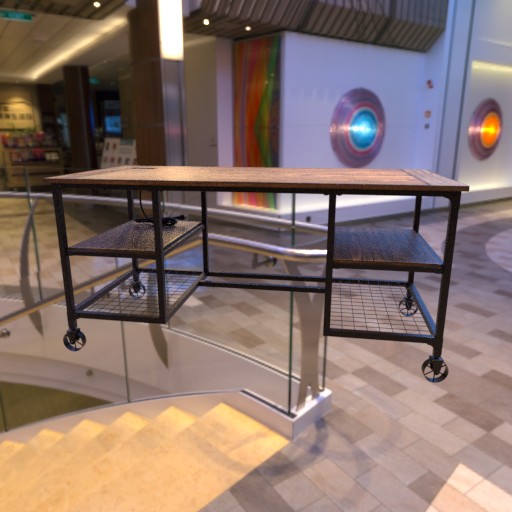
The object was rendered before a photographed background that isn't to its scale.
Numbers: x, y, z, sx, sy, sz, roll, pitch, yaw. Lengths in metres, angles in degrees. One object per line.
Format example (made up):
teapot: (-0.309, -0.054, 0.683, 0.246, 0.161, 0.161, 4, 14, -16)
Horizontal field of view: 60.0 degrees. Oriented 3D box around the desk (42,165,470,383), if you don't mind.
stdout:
desk: (0.000, 0.000, 2.031, 1.590, 0.751, 0.711, 3, 16, 9)
